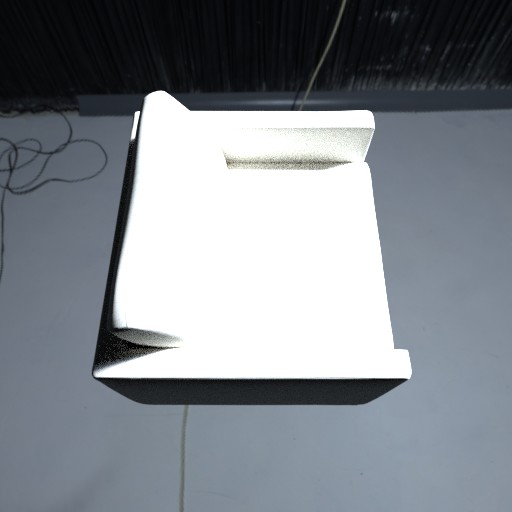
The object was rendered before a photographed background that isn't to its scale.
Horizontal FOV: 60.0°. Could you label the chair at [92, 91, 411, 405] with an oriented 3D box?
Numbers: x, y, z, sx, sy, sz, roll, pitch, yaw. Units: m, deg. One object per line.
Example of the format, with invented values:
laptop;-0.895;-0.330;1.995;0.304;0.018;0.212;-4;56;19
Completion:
chair;0.000;0.000;1.559;0.875;0.806;0.964;0;64;0
